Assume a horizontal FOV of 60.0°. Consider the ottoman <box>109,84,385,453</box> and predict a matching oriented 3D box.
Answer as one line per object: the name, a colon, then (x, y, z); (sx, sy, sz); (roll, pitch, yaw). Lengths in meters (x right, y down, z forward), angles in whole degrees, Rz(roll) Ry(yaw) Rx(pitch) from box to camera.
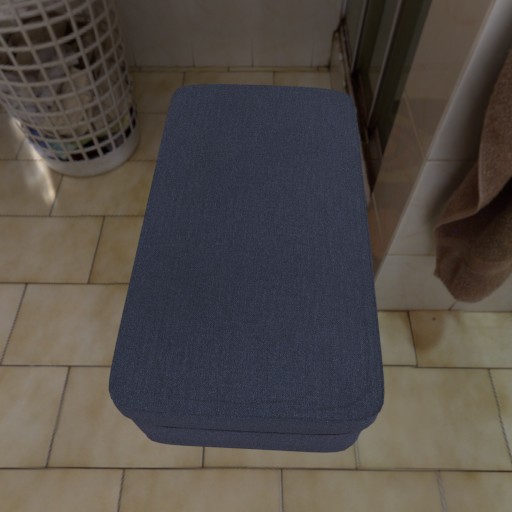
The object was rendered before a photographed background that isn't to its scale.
ottoman: (0.000, 0.000, 1.152); (0.505, 0.453, 0.895); (2, 58, 1)
